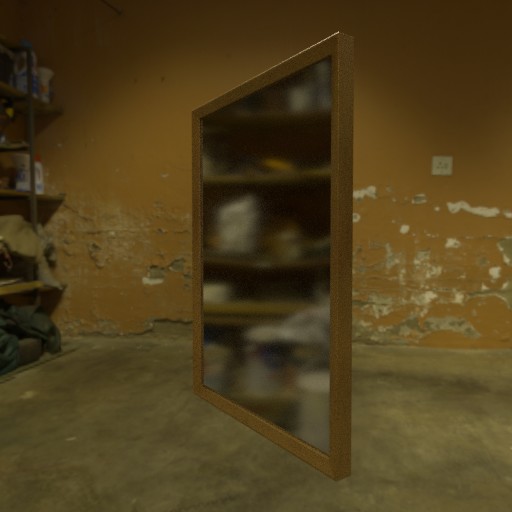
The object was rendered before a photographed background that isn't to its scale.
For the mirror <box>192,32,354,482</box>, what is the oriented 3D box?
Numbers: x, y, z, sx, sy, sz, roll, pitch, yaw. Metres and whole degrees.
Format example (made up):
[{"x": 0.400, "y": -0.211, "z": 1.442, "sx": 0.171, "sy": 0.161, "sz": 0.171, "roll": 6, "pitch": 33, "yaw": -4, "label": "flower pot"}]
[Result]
[{"x": 0.000, "y": 0.000, "z": 0.918, "sx": 0.039, "sy": 0.710, "sz": 0.507, "roll": -1, "pitch": 2, "yaw": -35, "label": "mirror"}]
